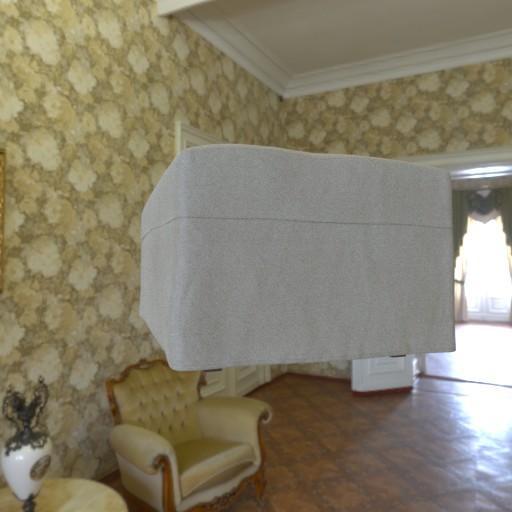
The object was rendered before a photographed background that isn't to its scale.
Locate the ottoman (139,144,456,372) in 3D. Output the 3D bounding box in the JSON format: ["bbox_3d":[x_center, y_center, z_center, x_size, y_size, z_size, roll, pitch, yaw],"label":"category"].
[{"bbox_3d":[0.000,0.000,1.216,0.590,0.444,0.872,0,-1,-19],"label":"ottoman"}]
